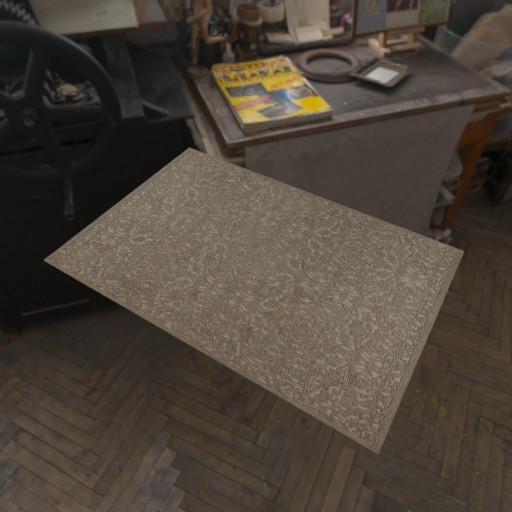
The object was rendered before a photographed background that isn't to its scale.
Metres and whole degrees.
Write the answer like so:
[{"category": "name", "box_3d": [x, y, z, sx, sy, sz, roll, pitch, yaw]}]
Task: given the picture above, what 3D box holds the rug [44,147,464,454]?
[{"category": "rug", "box_3d": [0.000, 0.000, 2.316, 1.827, 0.006, 1.221, 25, 52, 21]}]
